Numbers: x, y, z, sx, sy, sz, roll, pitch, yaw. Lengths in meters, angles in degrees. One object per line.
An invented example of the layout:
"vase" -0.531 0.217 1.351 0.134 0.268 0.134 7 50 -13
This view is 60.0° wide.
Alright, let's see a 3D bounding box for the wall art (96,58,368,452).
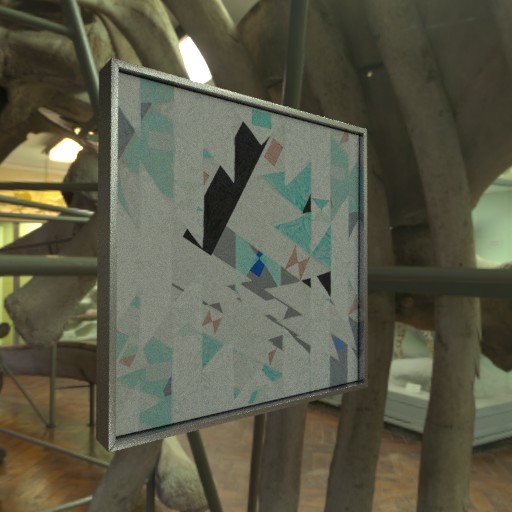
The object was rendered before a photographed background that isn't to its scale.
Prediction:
"wall art" 0.000 0.000 0.512 0.350 0.350 0.038 1 -2 -37
